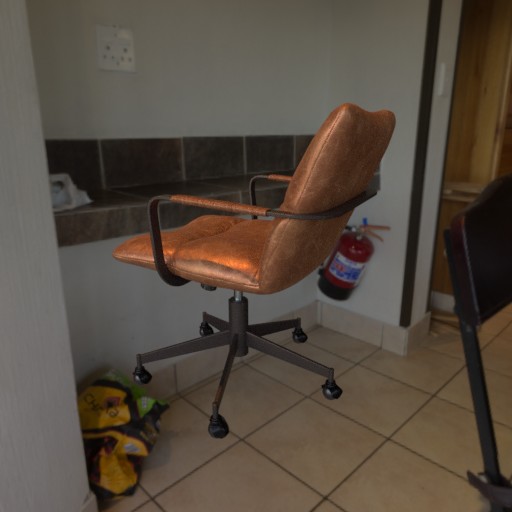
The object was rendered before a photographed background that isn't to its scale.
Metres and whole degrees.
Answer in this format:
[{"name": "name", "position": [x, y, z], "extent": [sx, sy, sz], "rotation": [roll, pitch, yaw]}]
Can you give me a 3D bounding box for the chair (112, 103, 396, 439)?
[{"name": "chair", "position": [0.000, 0.000, 1.466], "extent": [0.754, 0.922, 0.727], "rotation": [8, 18, 25]}]
